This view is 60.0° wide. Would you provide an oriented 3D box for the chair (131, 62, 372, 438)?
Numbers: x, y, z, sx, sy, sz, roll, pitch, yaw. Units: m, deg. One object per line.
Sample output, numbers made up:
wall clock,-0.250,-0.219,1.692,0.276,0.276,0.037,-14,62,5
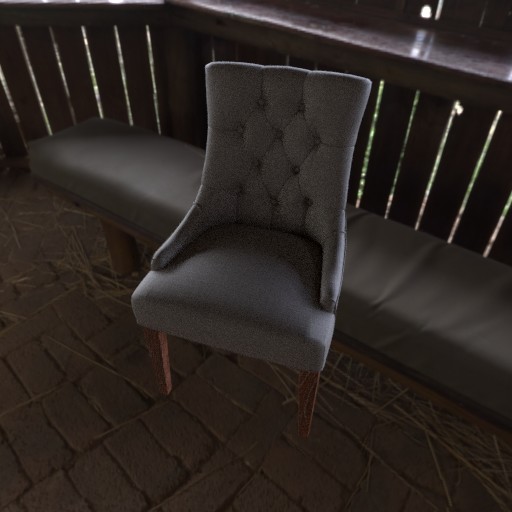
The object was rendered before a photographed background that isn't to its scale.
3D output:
chair,0.000,0.000,1.238,0.509,0.874,0.565,12,42,14
